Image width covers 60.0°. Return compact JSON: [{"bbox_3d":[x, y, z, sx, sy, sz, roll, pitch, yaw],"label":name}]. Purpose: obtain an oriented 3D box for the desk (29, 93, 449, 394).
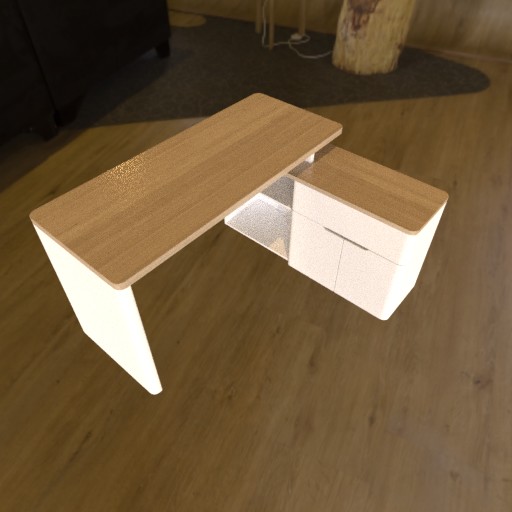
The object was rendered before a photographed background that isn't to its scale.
[{"bbox_3d":[0.000,0.000,2.115,1.175,0.770,1.400,31,53,27],"label":"desk"}]
